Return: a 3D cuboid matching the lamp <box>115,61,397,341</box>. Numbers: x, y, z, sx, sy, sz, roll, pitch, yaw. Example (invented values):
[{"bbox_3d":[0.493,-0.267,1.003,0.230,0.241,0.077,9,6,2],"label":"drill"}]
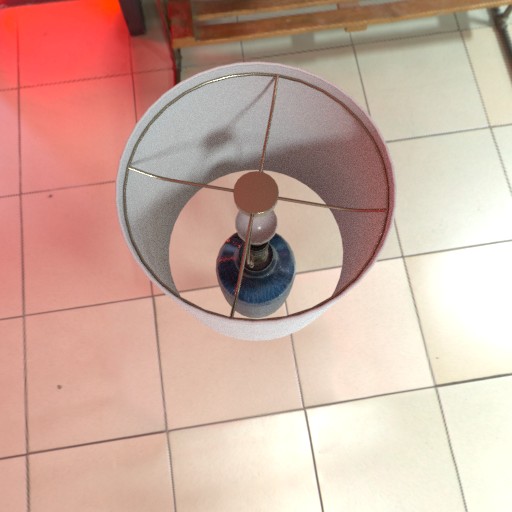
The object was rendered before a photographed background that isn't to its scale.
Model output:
[{"bbox_3d":[0.000,0.000,0.577,0.220,0.475,0.220,23,77,6],"label":"lamp"}]
